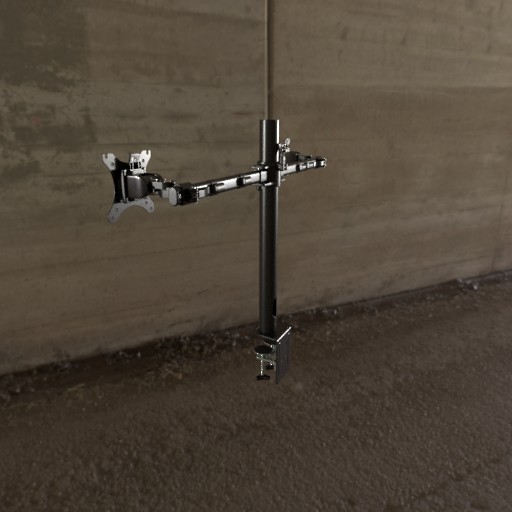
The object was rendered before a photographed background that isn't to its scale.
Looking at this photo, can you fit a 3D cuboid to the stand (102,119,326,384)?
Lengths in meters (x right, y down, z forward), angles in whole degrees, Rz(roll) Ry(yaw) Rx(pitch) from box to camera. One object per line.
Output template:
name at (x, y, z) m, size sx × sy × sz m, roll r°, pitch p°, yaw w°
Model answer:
stand at (0.000, 0.000, 1.026) m, size 0.150 × 0.603 × 0.743 m, roll 8°, pitch 19°, yaw 25°
